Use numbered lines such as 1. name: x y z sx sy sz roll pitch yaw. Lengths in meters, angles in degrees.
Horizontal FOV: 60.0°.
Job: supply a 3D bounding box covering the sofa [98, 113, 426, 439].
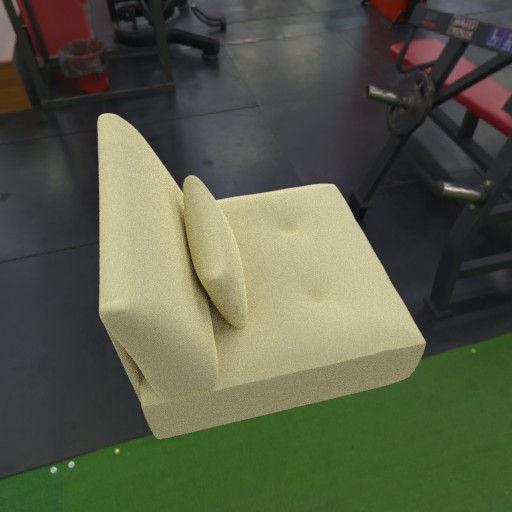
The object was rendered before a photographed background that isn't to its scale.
1. sofa: 0.000 0.000 1.673 1.000 0.820 0.930 -10 49 -9
